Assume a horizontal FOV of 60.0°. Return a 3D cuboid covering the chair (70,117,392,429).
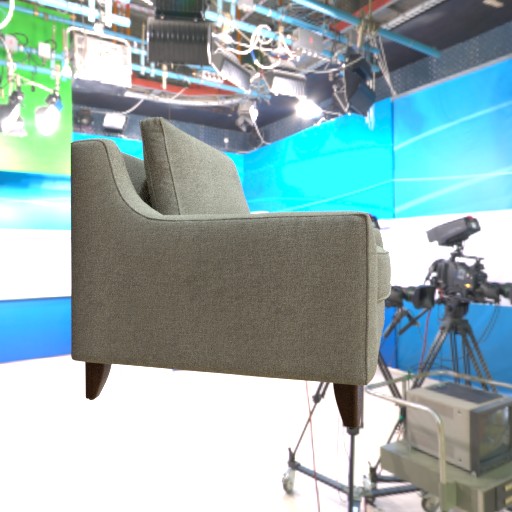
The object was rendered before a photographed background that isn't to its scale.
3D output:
[{"bbox_3d":[0.000,0.000,1.570,0.918,0.864,0.838,0,1,18],"label":"chair"}]
